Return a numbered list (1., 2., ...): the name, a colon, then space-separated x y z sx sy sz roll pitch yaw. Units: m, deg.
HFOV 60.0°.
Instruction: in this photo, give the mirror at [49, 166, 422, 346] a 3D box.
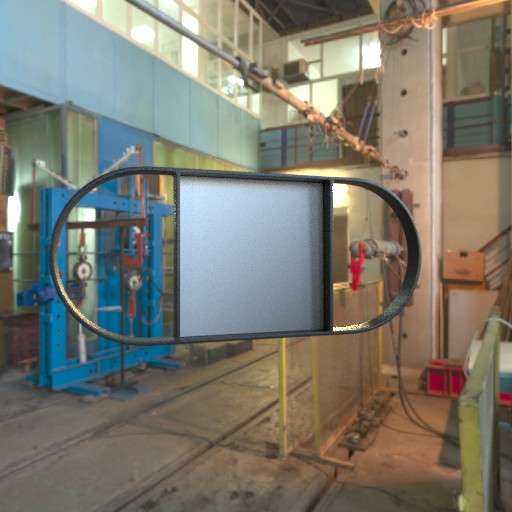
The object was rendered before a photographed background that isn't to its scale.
1. mirror: 0.000 0.000 0.688 0.584 0.254 0.032 0 0 -17
